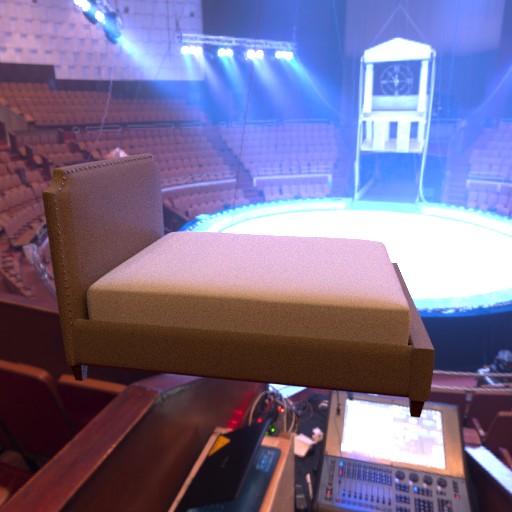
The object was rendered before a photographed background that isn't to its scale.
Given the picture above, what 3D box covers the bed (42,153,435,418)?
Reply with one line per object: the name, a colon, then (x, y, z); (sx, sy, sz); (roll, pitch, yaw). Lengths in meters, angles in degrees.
bed: (0.000, 0.000, 3.429); (2.372, 1.443, 1.713); (3, 17, 10)
